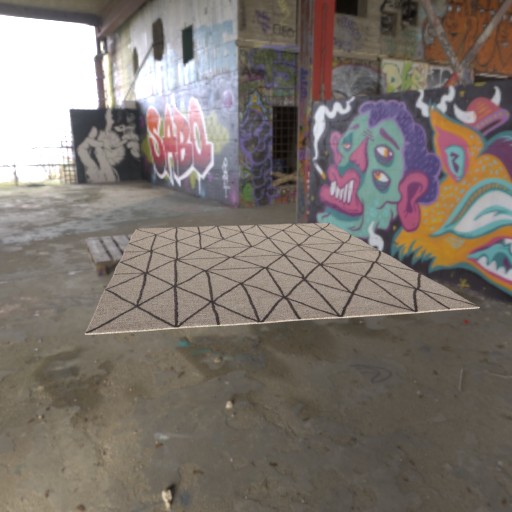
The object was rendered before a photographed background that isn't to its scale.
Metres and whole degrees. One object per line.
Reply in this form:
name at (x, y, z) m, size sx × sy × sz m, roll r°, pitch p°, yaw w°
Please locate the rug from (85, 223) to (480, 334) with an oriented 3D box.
rug at (0.000, 0.000, 4.122) m, size 2.468 × 0.022 × 3.061 m, roll -2°, pitch 15°, yaw -9°
